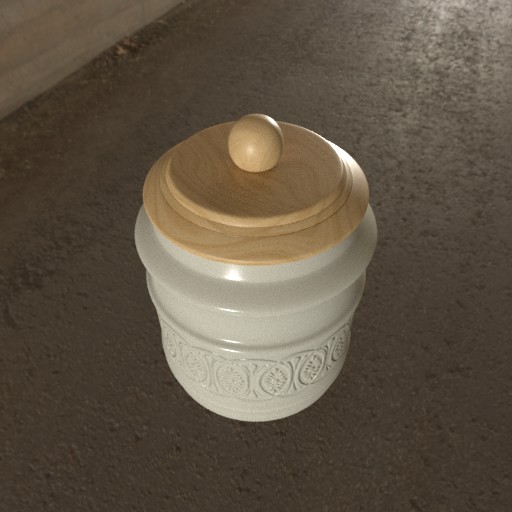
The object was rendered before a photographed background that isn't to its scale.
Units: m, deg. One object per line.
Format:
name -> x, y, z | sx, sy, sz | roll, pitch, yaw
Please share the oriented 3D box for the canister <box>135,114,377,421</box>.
canister -> 0.000, 0.000, 0.262 | 0.130, 0.176, 0.130 | 0, 45, 0
